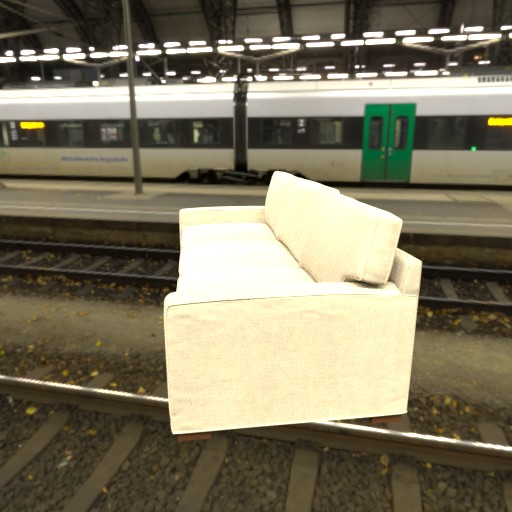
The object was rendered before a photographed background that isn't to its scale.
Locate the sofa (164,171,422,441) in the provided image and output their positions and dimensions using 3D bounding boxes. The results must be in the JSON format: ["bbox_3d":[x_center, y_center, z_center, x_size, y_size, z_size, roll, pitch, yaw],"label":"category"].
[{"bbox_3d":[0.000,0.000,2.593,0.936,0.862,2.093,-2,15,-8],"label":"sofa"}]
